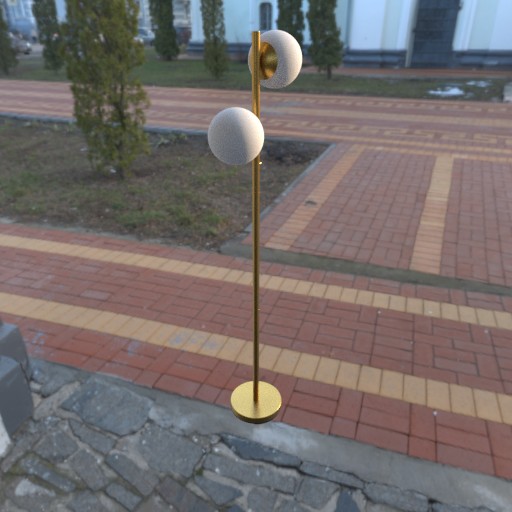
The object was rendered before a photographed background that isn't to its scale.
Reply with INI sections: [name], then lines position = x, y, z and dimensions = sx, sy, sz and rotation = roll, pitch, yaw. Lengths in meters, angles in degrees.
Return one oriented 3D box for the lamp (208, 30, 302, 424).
[lamp]
position = 0.000, 0.000, 1.806
dimensions = 0.249, 1.641, 0.419
rotation = 18, 32, 31
